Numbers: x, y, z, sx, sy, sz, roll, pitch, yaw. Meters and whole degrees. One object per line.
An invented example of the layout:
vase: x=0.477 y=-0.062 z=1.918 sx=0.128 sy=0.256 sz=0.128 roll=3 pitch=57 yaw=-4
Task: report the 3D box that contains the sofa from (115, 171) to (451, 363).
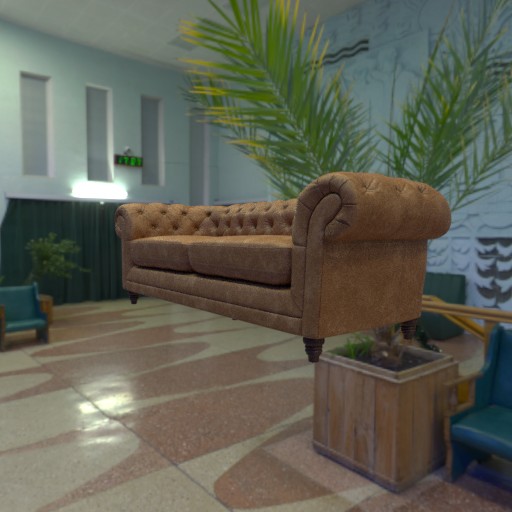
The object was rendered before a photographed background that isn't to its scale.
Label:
sofa: x=0.000 y=0.000 z=2.746 sx=0.989 sy=0.760 sz=2.365 roll=-2 pitch=3 yaw=-37
